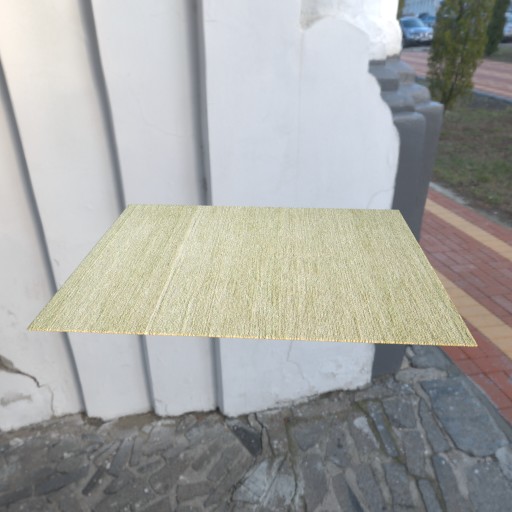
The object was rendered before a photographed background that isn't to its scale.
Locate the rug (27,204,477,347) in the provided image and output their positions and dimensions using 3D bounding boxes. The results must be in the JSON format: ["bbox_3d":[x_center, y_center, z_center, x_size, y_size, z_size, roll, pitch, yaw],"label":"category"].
[{"bbox_3d":[0.000,0.000,4.196,3.198,0.016,2.425,2,29,3],"label":"rug"}]
